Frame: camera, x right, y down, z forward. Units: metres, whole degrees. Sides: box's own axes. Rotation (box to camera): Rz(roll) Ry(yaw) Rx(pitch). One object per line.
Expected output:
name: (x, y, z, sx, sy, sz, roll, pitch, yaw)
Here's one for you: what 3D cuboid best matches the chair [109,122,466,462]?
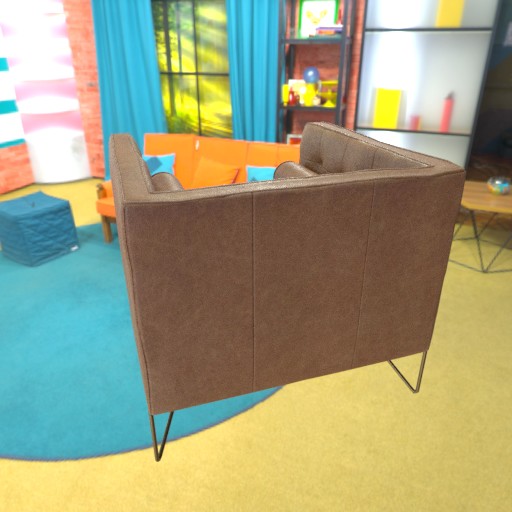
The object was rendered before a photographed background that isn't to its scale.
chair: (0.000, 0.000, 1.595, 0.920, 0.797, 0.912, -8, 27, -16)
